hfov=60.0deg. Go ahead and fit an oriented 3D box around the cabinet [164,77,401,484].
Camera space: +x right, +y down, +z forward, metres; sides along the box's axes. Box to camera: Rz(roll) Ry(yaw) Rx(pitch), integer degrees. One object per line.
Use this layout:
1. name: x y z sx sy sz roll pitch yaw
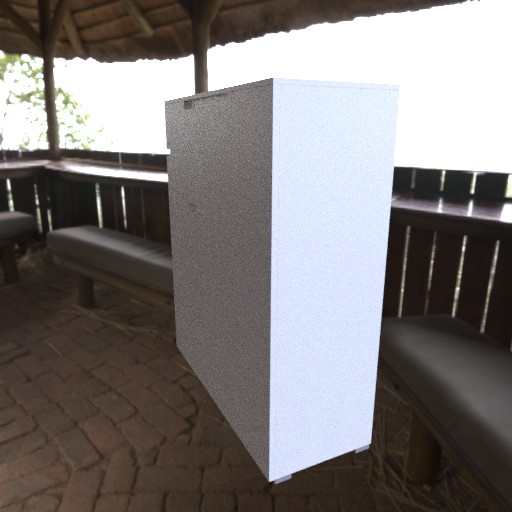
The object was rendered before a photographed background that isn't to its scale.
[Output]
1. cabinet: 0.000 0.000 1.732 0.400 1.190 1.000 -8 18 -25
